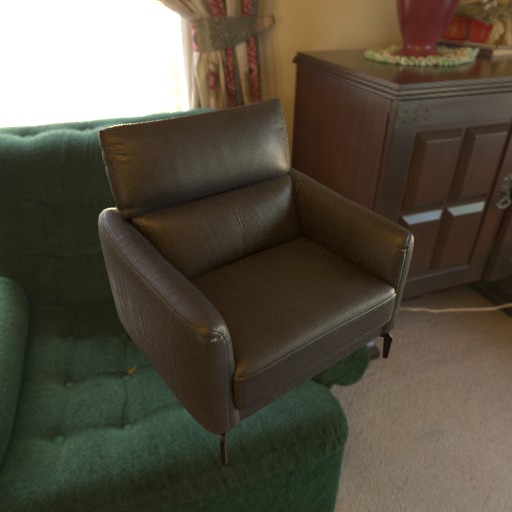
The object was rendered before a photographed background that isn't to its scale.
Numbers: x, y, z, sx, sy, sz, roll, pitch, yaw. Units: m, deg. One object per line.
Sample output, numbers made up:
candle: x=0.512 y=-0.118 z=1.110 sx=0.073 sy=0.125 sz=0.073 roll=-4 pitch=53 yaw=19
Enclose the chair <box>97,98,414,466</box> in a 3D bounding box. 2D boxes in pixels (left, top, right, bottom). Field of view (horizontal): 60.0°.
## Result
chair: x=0.000 y=0.000 z=1.688 sx=0.976 sy=0.949 sz=0.809 roll=-21 pitch=37 yaw=-31
